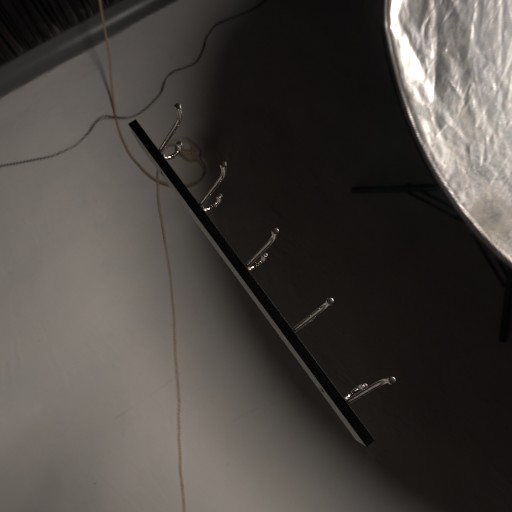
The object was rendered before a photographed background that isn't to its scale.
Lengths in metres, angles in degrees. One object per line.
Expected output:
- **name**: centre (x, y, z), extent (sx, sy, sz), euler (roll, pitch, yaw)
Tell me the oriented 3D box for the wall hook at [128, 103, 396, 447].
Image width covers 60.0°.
- **wall hook**: centre (0.000, 0.000, 0.629), extent (0.071, 0.117, 0.571), euler (-35, 78, -9)
